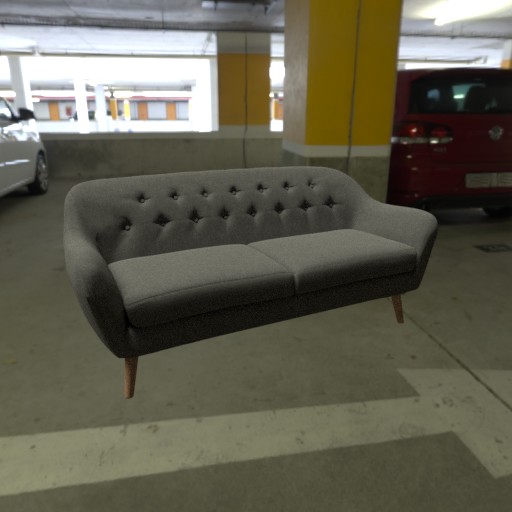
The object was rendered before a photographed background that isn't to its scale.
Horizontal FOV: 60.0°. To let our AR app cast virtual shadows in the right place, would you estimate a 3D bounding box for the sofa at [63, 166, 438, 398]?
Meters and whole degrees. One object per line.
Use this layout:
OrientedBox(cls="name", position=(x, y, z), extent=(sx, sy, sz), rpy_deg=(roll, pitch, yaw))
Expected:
OrientedBox(cls="sofa", position=(0.000, 0.000, 2.327), extent=(1.840, 0.820, 0.820), rpy_deg=(-9, 20, -26))
